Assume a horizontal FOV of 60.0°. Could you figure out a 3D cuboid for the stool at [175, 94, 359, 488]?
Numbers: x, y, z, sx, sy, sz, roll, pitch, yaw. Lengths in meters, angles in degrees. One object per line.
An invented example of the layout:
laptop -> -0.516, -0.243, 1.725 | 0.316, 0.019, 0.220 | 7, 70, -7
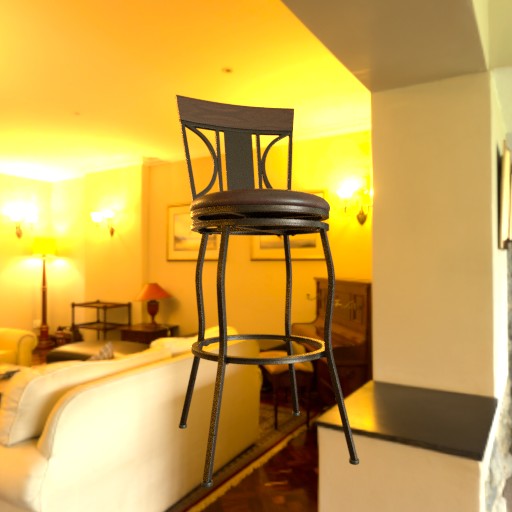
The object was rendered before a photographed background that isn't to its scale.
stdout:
stool -> 0.000, 0.000, 1.385 | 0.448, 1.130, 0.513 | 0, -1, -18
